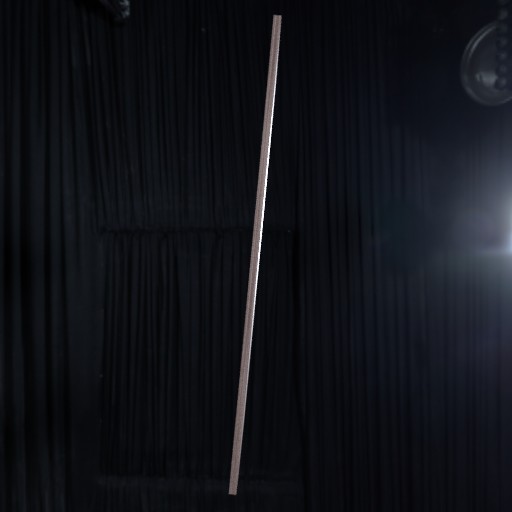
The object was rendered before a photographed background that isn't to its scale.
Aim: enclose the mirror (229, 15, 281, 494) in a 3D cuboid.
[{"bbox_3d":[0.000,0.000,2.272,0.221,2.020,0.812,0,2,1],"label":"mirror"}]
